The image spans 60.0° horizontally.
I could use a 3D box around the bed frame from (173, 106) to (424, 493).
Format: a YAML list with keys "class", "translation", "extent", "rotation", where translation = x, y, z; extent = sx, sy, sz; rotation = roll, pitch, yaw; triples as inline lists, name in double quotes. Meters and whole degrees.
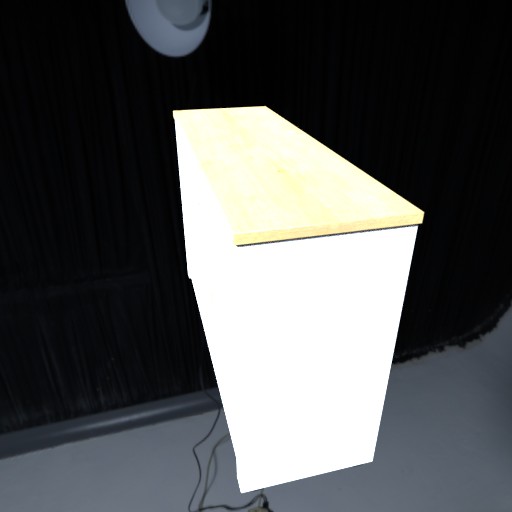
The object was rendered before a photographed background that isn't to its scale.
- class: "bed frame"
  translation: [0.000, 0.000, 1.682]
  extent: [0.430, 0.850, 1.300]
  rotation: [-7, 30, -13]
